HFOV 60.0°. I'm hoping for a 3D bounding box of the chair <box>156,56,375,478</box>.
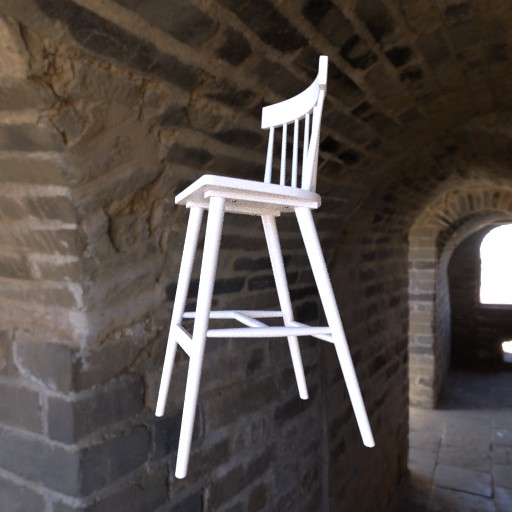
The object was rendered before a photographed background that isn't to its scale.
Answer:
[{"bbox_3d":[0.000,0.000,1.390,0.572,1.092,0.483,0,0,-19],"label":"chair"}]
